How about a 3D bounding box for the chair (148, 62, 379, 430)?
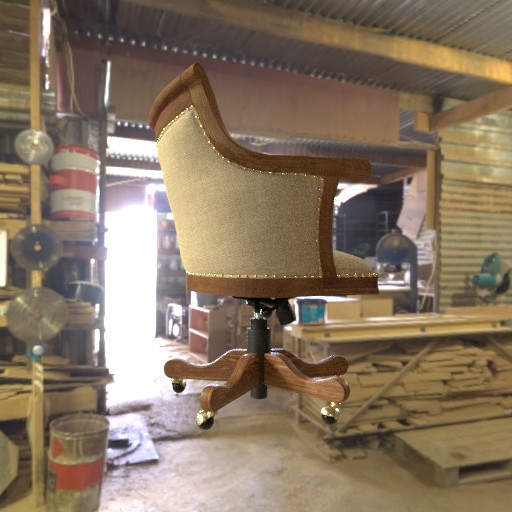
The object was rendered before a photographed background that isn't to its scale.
[{"bbox_3d":[0.000,0.000,1.472,0.689,0.965,0.656,0,0,-19],"label":"chair"}]
